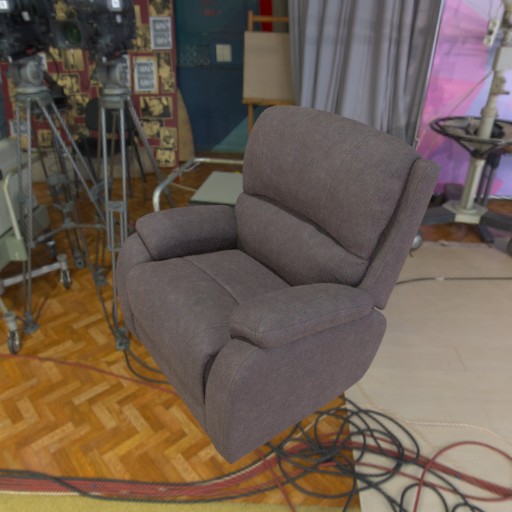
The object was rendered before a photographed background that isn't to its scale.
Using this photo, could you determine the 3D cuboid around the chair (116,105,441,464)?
[{"bbox_3d":[0.000,0.000,1.728,0.899,1.011,0.930,-20,36,-30],"label":"chair"}]
